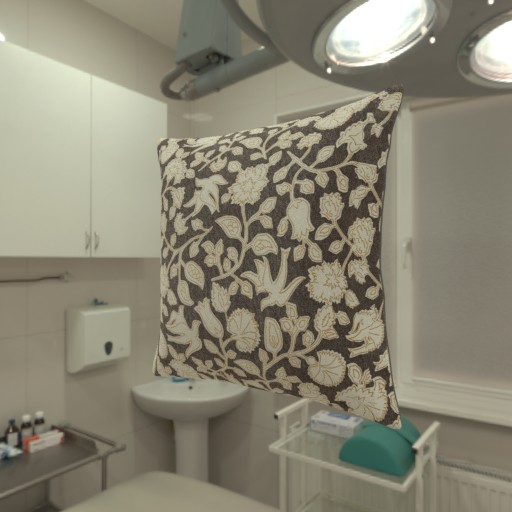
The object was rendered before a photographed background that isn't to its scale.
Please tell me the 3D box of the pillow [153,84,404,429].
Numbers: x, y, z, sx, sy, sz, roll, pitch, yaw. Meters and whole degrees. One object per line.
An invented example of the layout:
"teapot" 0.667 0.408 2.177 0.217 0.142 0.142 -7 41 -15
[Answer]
"pillow" 0.000 0.000 0.800 0.526 0.507 0.166 0 0 35
